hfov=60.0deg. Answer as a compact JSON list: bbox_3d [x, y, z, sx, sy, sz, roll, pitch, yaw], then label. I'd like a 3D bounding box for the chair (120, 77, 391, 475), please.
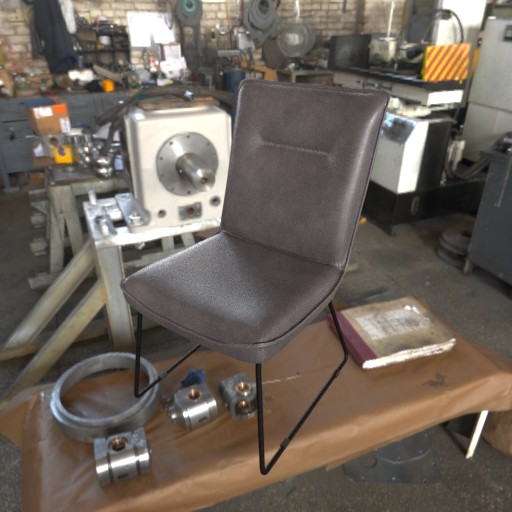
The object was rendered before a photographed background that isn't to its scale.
[{"bbox_3d":[0.000,0.000,1.358,0.515,0.932,0.688,18,34,29],"label":"chair"}]
